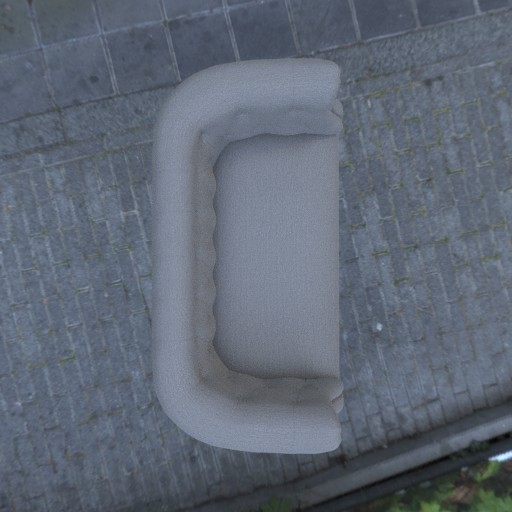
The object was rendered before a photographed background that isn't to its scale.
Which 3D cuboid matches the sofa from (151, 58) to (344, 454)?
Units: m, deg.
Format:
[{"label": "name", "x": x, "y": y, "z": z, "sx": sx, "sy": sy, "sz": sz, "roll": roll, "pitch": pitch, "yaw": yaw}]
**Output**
[{"label": "sofa", "x": 0.000, "y": 0.000, "z": 2.076, "sx": 0.835, "sy": 0.827, "sz": 1.558, "roll": 0, "pitch": 89, "yaw": -1}]
